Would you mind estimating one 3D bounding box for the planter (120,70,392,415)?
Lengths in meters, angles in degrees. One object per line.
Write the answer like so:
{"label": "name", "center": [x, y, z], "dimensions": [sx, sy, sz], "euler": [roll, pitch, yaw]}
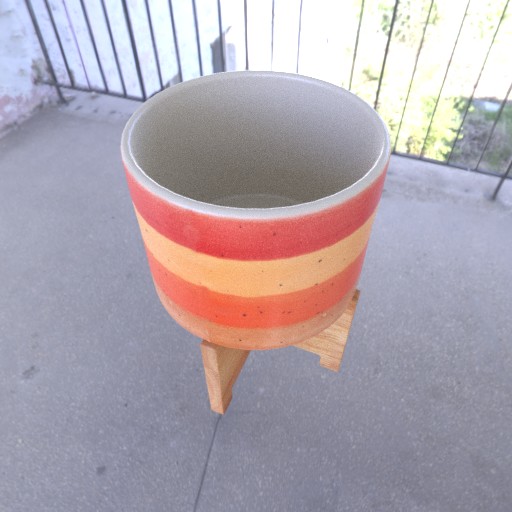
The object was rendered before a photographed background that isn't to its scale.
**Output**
{"label": "planter", "center": [0.000, 0.000, 0.412], "dimensions": [0.199, 0.268, 0.199], "euler": [0, 47, 0]}
